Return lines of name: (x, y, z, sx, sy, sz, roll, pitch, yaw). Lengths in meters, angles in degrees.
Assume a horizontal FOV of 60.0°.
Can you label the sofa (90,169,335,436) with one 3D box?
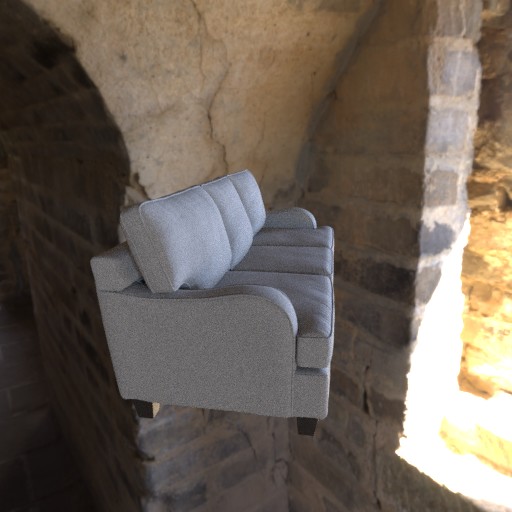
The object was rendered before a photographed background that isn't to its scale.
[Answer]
sofa: (0.000, 0.000, 2.901, 1.016, 0.997, 2.323, 2, 15, 9)
